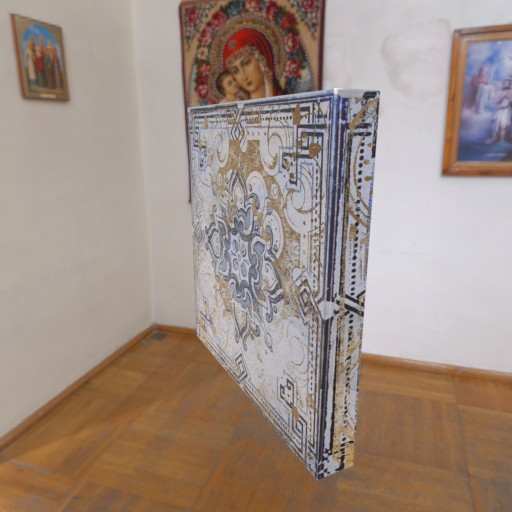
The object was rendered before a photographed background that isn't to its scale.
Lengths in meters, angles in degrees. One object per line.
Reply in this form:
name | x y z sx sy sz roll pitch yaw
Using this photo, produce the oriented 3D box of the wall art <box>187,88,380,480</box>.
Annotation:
wall art | 0.000 0.000 0.463 0.038 0.306 0.302 -8 18 -25
